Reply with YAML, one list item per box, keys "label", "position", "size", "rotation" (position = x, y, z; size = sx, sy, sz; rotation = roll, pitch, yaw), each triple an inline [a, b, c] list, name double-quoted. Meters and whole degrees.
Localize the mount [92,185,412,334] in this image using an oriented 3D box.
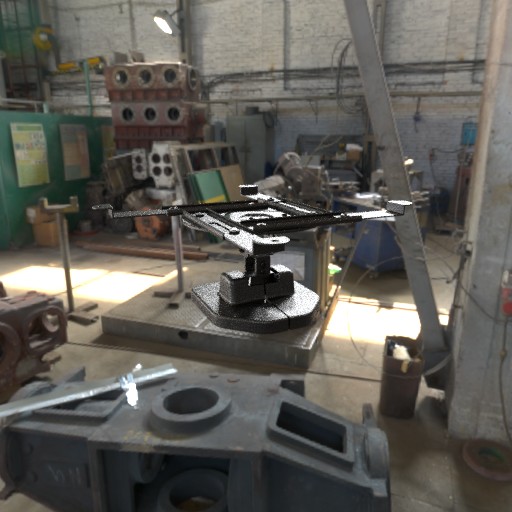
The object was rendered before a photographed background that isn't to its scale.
- label: "mount"
  position: [0.000, 0.000, 0.601]
  size: [0.394, 0.141, 0.394]
  rotation: [-7, 18, -24]
